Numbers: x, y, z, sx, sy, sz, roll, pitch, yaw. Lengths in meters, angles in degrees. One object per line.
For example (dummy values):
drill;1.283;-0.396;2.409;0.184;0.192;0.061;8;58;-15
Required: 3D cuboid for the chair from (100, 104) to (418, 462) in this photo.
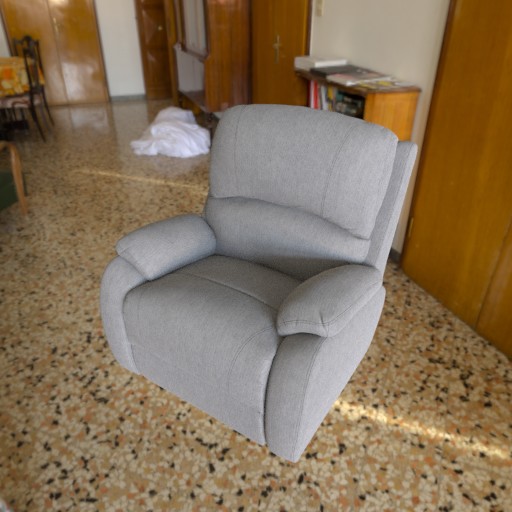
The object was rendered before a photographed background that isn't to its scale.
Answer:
chair;0.000;0.000;1.724;0.930;1.011;0.899;18;35;28
